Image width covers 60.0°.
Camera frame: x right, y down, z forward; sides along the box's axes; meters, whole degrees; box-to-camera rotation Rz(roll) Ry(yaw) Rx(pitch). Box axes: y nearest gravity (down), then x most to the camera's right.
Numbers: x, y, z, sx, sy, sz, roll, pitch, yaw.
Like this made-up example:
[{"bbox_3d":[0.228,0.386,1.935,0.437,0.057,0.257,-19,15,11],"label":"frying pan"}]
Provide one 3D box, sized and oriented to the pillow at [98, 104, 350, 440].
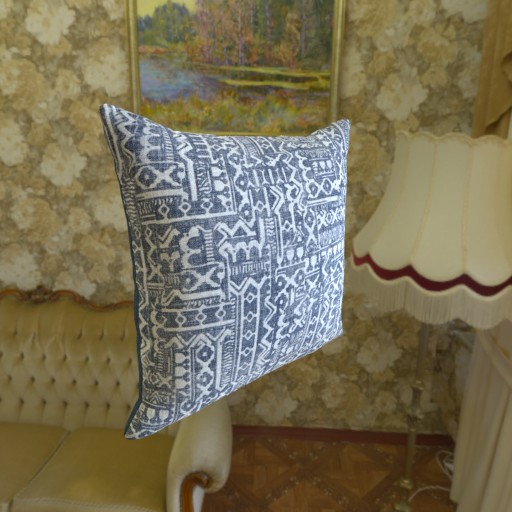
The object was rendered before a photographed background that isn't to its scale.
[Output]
[{"bbox_3d":[0.000,0.000,0.789,0.546,0.487,0.180,-13,19,-43],"label":"pillow"}]
